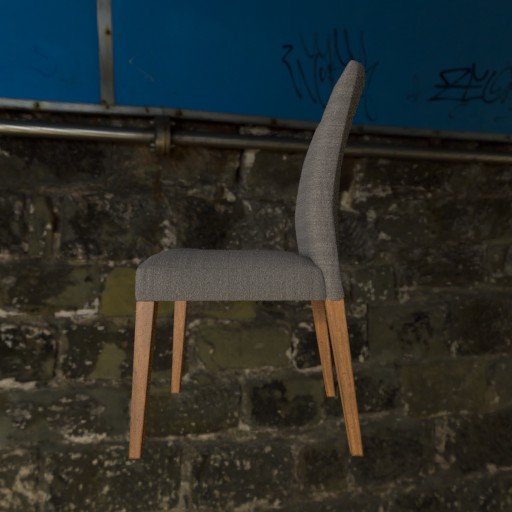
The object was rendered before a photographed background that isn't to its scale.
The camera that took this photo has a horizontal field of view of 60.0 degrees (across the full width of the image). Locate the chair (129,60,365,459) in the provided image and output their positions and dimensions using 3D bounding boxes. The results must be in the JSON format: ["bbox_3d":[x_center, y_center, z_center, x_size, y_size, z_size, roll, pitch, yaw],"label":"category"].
[{"bbox_3d":[0.000,0.000,1.270,0.585,0.940,0.496,0,1,1],"label":"chair"}]
